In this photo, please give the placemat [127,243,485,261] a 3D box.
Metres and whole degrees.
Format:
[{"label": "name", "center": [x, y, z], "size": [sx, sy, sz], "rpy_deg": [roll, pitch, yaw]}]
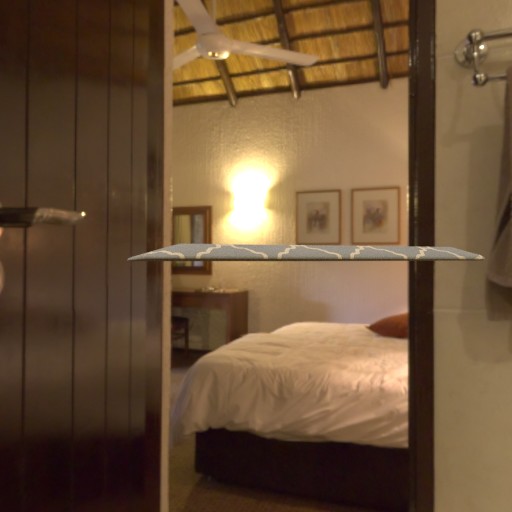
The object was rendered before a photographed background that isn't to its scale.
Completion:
[{"label": "placemat", "center": [0.000, 0.000, 0.944], "size": [0.508, 0.021, 0.762], "rpy_deg": [0, -1, -18]}]
